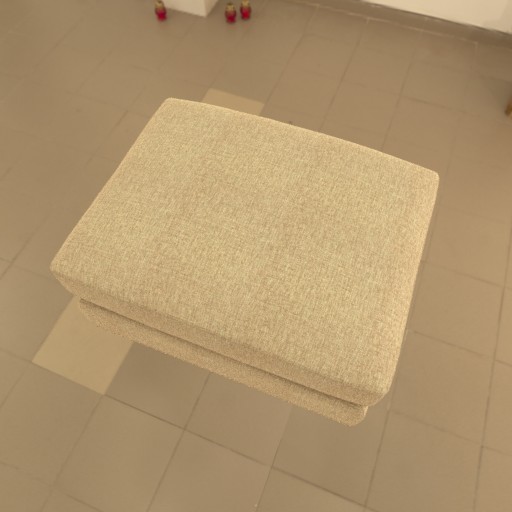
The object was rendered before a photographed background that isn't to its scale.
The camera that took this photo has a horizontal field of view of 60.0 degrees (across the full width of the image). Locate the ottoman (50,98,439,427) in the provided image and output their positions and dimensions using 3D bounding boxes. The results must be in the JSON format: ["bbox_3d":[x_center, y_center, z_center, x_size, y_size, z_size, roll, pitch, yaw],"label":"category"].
[{"bbox_3d":[0.000,0.000,1.151,0.741,0.513,0.584,19,62,10],"label":"ottoman"}]
